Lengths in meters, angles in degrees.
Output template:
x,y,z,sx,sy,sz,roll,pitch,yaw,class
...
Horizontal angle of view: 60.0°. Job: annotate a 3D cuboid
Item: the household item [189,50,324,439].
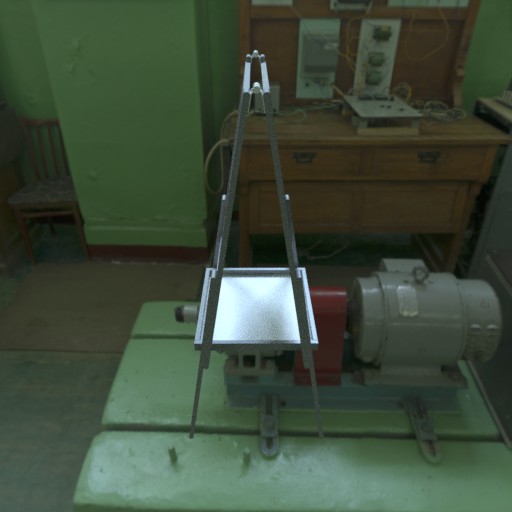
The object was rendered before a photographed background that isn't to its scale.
x,y,z,sx,sy,sz,roll,pitch,yaw,class
0.000,0.000,1.461,0.469,1.172,0.531,0,32,0,household item
